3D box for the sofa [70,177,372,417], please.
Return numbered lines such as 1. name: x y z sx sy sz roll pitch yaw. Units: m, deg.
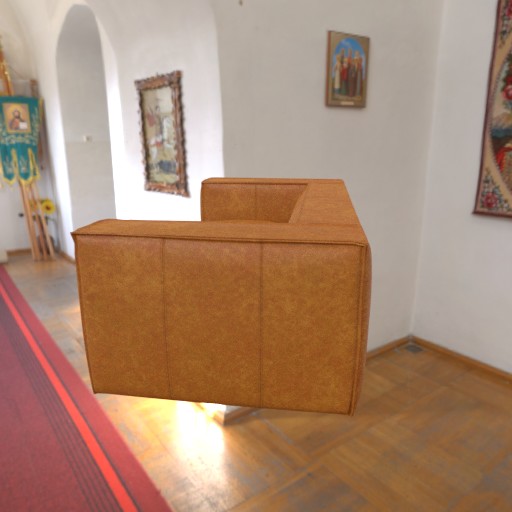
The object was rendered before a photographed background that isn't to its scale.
1. sofa: 0.000 0.000 2.549 1.102 0.703 2.088 2 16 8
